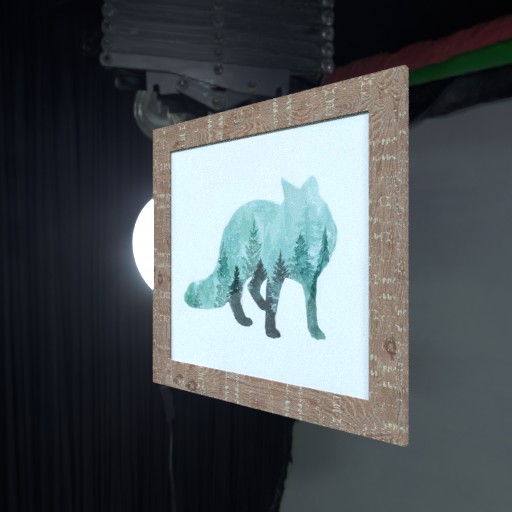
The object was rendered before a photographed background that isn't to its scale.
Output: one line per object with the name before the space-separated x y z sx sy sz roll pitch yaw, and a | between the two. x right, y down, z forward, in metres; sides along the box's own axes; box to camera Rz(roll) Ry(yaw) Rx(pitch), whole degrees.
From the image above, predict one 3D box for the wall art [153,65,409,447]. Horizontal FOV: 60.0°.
wall art | 0.000 0.000 0.565 0.384 0.384 0.012 0 0 37
